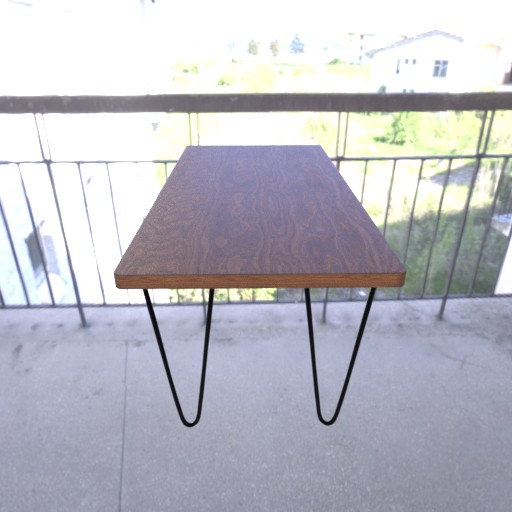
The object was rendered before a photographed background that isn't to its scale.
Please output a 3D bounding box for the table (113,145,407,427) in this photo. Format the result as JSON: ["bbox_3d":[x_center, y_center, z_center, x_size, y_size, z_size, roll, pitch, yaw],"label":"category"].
[{"bbox_3d":[0.000,0.000,2.282,0.883,0.753,1.791,0,26,-1],"label":"table"}]
